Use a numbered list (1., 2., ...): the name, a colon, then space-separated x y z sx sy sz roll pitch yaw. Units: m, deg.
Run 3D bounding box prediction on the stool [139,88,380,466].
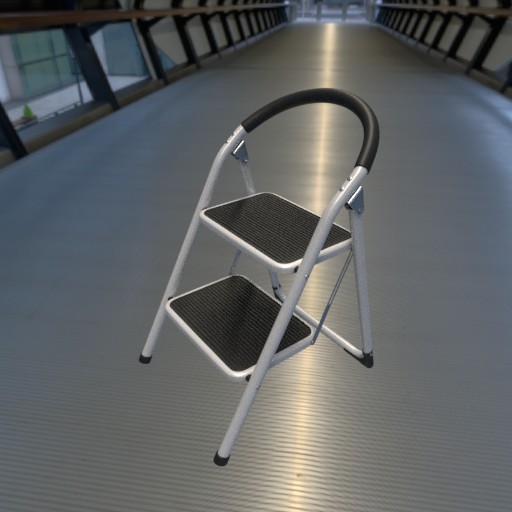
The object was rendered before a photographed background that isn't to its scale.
1. stool: 0.000 0.000 1.138 0.559 0.760 0.453 -21 37 -31
